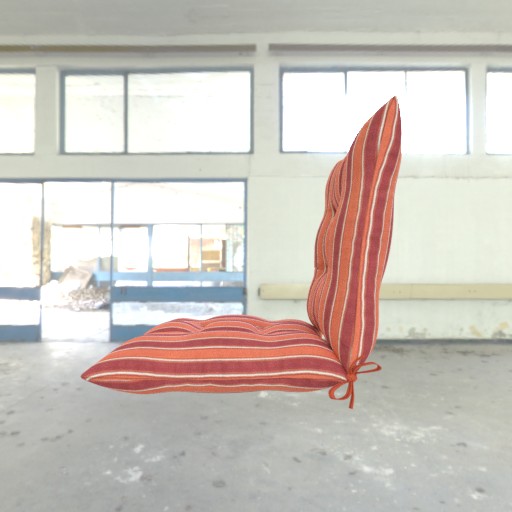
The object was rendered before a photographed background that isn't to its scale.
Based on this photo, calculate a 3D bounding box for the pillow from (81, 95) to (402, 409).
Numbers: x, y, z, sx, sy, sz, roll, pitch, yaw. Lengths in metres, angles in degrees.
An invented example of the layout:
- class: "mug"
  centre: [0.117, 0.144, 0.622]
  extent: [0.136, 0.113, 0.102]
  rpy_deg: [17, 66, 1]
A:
- class: "pillow"
  centre: [0.000, 0.000, 1.003]
  extent: [0.585, 0.536, 0.541]
  rpy_deg: [0, -1, 2]
